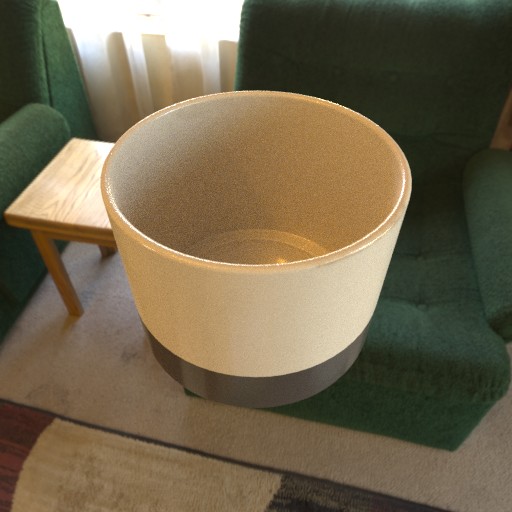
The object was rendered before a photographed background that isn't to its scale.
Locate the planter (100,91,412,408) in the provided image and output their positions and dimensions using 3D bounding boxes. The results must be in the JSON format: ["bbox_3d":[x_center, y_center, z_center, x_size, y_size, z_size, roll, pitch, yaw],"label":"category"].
[{"bbox_3d":[0.000,0.000,0.344,0.193,0.177,0.193,0,46,0],"label":"planter"}]
